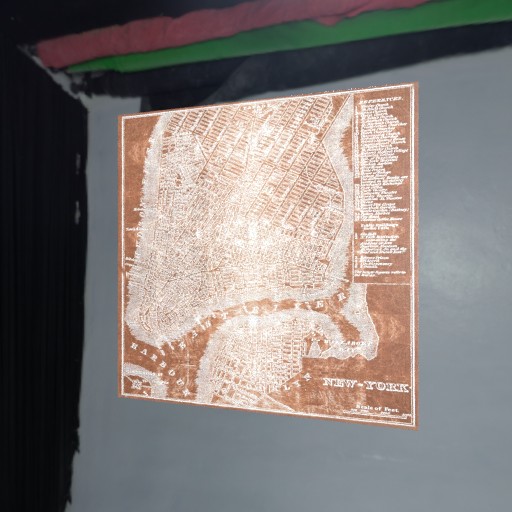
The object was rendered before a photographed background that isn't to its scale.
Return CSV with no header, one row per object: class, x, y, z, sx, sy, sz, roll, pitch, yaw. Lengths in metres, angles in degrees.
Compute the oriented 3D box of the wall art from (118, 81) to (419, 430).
wall art,0.000,0.000,0.587,0.403,0.403,0.035,0,0,18
